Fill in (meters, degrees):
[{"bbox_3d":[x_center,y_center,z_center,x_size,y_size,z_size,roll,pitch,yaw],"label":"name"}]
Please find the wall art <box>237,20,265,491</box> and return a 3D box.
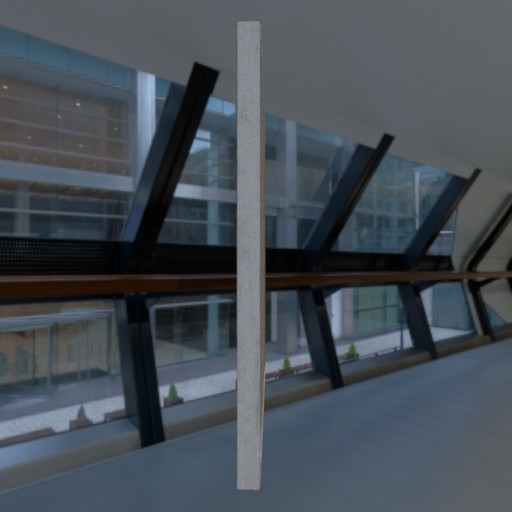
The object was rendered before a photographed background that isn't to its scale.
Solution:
[{"bbox_3d":[0.000,0.000,1.099,0.038,0.762,0.762,0,0,2],"label":"wall art"}]
